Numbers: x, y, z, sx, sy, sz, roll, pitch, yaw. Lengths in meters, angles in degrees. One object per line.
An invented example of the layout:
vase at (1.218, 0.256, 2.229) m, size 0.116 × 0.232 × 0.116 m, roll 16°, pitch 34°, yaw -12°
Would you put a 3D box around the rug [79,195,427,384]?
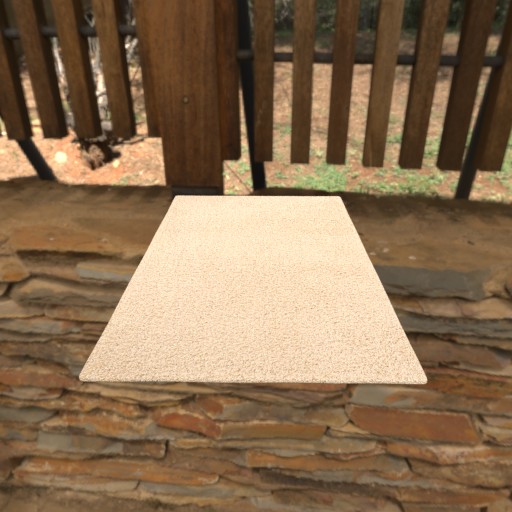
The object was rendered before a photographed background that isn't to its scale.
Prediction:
rug at (0.000, 0.000, 3.014) m, size 1.524 × 0.030 × 2.438 m, roll 0°, pitch 27°, yaw 1°
